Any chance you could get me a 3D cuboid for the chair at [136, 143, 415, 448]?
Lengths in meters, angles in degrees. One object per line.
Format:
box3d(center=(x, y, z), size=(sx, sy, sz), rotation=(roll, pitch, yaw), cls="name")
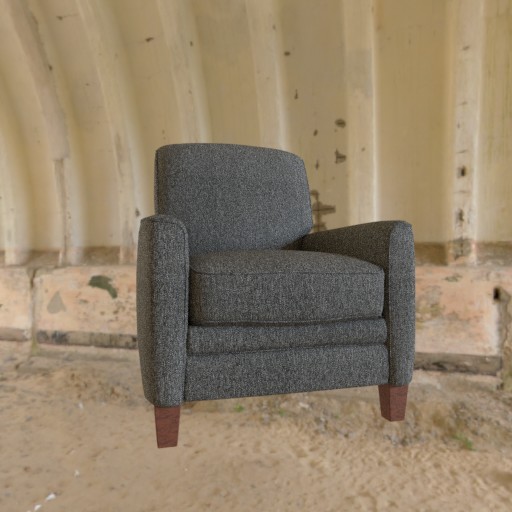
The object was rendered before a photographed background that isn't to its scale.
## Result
box3d(center=(0.000, 0.000, 1.623), size=(0.848, 1.014, 0.864), rotation=(0, 0, -16), cls="chair")
